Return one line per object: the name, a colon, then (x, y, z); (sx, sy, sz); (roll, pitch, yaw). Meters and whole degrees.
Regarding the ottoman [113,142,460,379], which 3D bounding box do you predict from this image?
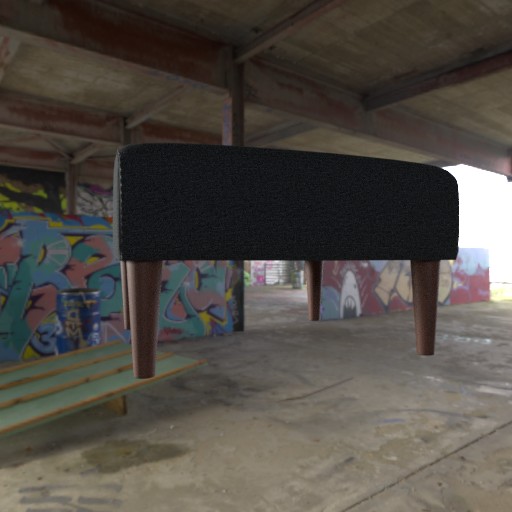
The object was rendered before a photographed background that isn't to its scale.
ottoman: (0.000, 0.000, 1.057); (0.650, 0.398, 0.649); (0, 0, -18)
